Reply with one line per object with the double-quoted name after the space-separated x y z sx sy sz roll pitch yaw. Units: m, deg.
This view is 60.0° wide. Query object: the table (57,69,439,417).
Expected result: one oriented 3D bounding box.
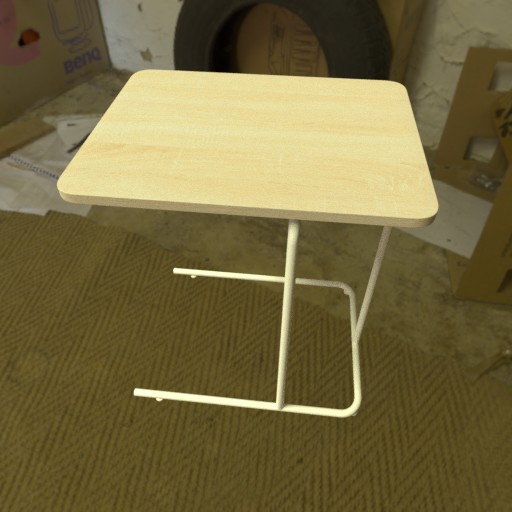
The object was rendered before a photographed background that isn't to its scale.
0.000 0.000 0.860 0.480 0.550 0.370 5 46 4 "table"
